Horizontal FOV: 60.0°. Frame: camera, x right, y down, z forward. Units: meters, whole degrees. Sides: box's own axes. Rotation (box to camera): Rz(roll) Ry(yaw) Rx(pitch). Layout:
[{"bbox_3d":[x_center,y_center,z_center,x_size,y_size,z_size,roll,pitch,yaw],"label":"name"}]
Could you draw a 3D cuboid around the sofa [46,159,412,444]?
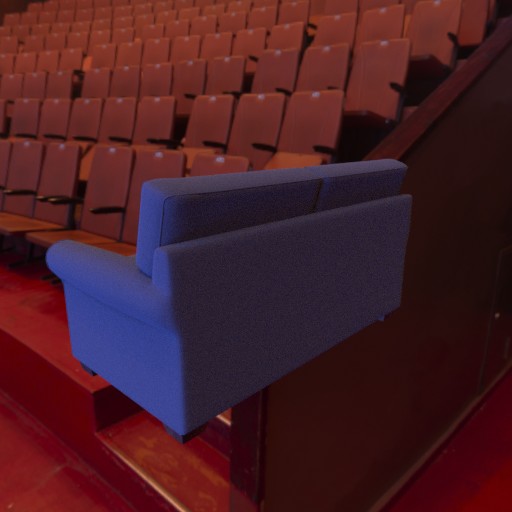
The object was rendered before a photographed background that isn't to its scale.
[{"bbox_3d":[0.000,0.000,2.475,0.940,1.020,1.930,14,21,41],"label":"sofa"}]
